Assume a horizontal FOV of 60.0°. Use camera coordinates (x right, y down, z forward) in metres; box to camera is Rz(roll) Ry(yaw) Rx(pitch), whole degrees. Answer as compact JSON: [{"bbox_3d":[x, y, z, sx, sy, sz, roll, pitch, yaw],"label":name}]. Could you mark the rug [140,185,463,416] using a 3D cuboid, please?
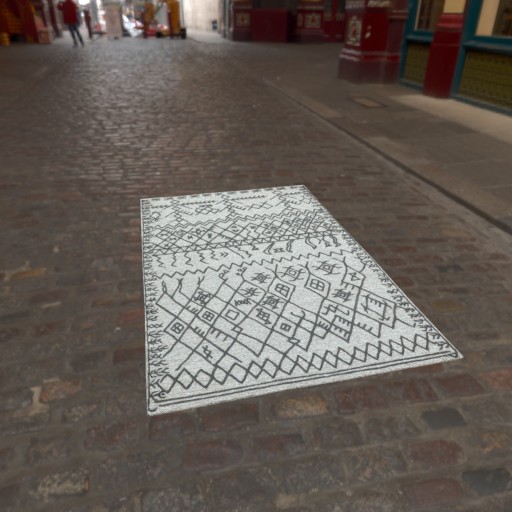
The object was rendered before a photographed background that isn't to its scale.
[{"bbox_3d":[0.000,0.000,4.790,2.393,0.019,3.824,-7,30,-12],"label":"rug"}]
